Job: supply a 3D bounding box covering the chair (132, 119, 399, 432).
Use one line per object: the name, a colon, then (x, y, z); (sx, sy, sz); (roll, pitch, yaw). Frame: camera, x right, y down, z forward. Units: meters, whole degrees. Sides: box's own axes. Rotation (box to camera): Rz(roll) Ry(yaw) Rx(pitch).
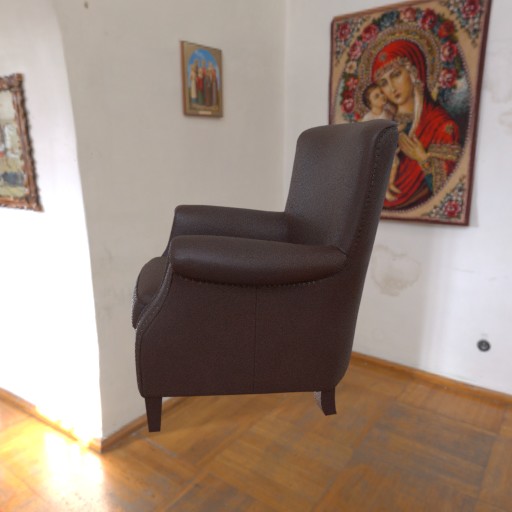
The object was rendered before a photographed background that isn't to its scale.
chair: (0.000, 0.000, 1.371); (0.746, 0.800, 0.700); (-2, 15, -9)
